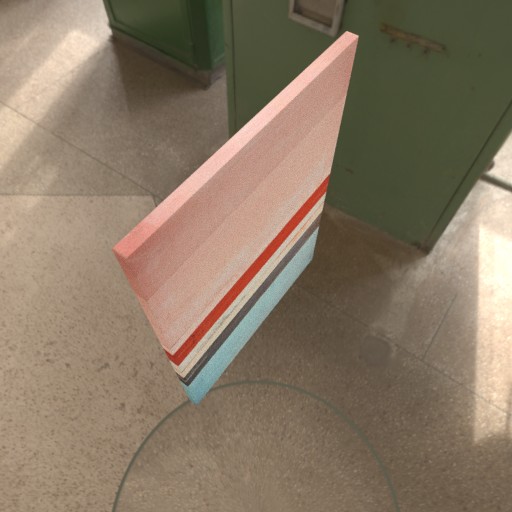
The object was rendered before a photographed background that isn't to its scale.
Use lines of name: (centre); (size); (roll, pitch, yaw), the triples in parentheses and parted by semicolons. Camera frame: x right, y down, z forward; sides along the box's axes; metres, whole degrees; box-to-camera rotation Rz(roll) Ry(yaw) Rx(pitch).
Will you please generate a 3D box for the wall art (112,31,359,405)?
wall art: (0.000, 0.000, 1.320); (0.039, 1.016, 0.761); (32, 64, 18)
